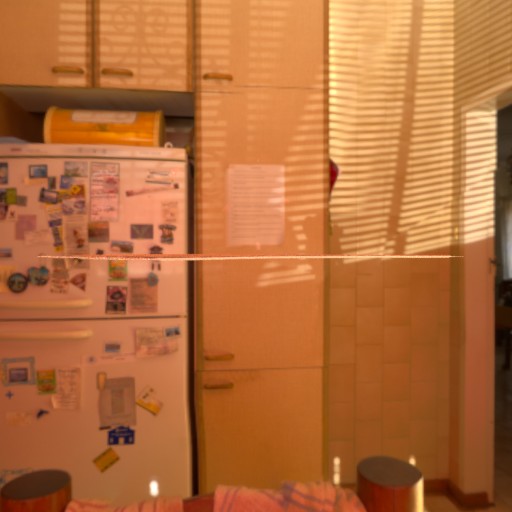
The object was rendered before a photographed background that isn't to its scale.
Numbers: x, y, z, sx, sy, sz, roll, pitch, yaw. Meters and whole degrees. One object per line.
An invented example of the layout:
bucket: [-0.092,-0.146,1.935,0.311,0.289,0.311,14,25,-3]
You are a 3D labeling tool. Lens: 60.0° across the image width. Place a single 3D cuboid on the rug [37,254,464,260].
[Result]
rug: [0.000,0.000,3.023,2.465,0.023,1.619,0,1,-36]
